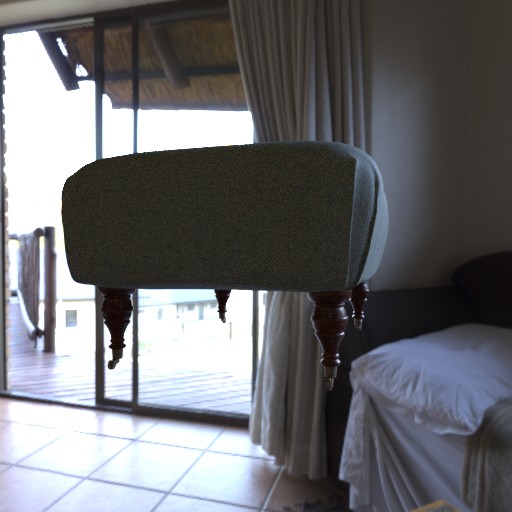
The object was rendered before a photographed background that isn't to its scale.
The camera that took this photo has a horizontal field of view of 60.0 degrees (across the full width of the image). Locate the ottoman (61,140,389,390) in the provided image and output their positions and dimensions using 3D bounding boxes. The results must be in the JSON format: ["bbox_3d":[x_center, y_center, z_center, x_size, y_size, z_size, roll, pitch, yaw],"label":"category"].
[{"bbox_3d":[0.000,0.000,1.104,0.622,0.450,0.747,0,1,18],"label":"ottoman"}]
